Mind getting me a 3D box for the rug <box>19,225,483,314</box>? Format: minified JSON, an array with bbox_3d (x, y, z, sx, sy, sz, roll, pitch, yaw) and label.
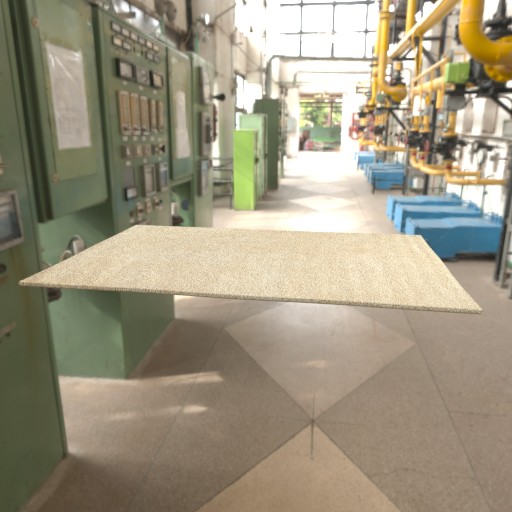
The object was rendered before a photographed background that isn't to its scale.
[{"bbox_3d":[0.000,0.000,2.918,2.346,0.025,1.500,3,16,9],"label":"rug"}]
